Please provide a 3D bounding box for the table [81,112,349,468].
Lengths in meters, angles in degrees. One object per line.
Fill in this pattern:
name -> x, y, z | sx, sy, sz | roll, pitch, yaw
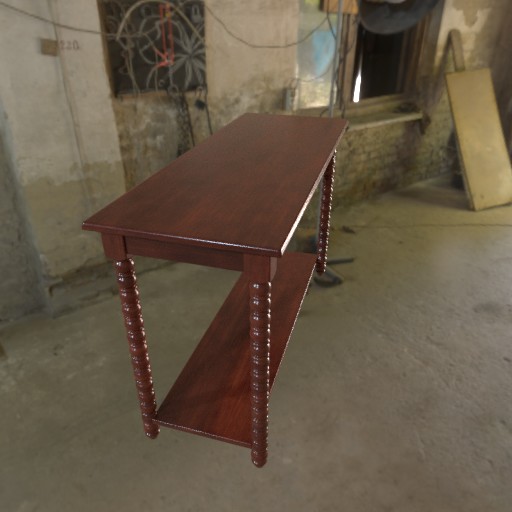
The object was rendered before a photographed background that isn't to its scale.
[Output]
table -> 0.000, 0.000, 1.579 | 0.459, 0.740, 1.184 | 8, 31, 14
